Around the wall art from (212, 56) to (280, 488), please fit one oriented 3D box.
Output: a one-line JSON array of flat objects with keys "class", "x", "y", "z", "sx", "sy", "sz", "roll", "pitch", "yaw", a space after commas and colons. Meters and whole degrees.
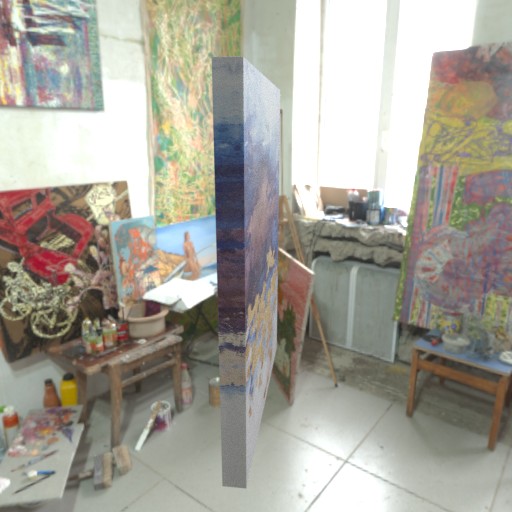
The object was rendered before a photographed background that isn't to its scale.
[{"class": "wall art", "x": 0.000, "y": 0.000, "z": 0.776, "sx": 0.036, "sy": 0.581, "sz": 0.437, "roll": 2, "pitch": 16, "yaw": 8}]
